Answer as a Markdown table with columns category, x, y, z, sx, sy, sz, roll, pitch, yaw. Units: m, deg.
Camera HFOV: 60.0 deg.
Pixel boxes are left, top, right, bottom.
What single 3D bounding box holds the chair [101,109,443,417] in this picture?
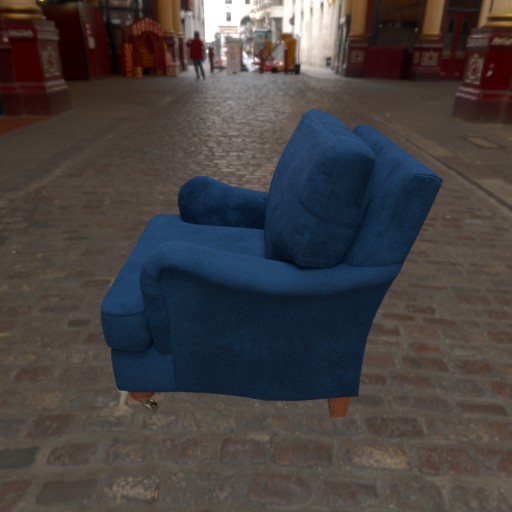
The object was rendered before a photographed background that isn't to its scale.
| category | x | y | z | sx | sy | sz | roll | pitch | yaw |
| --- | --- | --- | --- | --- | --- | --- | --- | --- | --- |
| chair | 0.000 | 0.000 | 1.828 | 1.078 | 1.076 | 0.895 | 0 | 26 | 0 |
